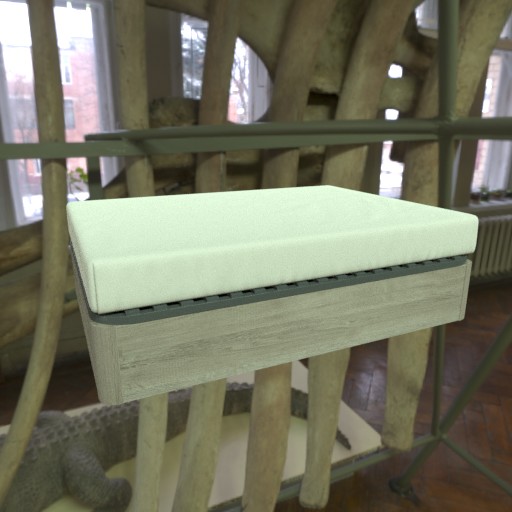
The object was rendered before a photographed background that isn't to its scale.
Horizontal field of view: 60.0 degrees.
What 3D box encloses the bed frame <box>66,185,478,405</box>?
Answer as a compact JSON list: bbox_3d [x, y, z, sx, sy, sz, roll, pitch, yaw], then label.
[{"bbox_3d":[0.000,0.000,2.530,1.900,0.561,1.400,-7,18,-24],"label":"bed frame"}]
